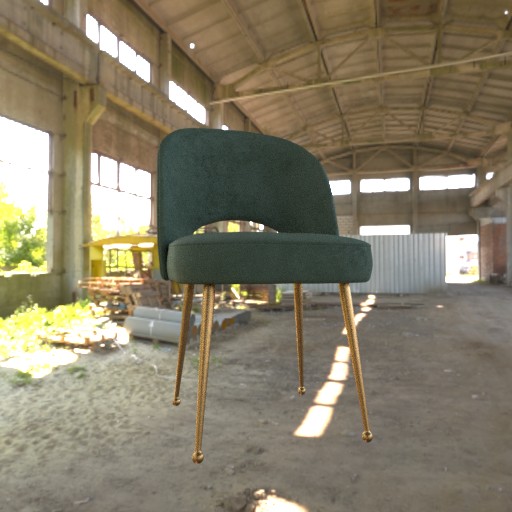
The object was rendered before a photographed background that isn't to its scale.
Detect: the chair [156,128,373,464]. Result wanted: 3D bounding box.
[{"bbox_3d":[0.000,0.000,1.209,0.527,0.860,0.577,0,-2,-17],"label":"chair"}]
